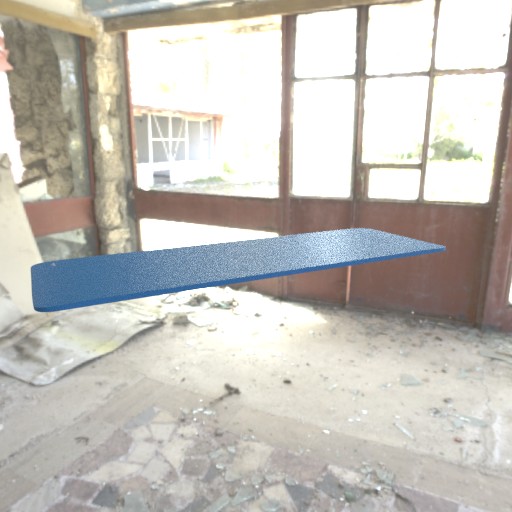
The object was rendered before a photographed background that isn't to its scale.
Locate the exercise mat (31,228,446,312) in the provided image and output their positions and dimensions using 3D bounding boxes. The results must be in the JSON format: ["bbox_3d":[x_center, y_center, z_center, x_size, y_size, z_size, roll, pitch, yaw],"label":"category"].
[{"bbox_3d":[0.000,0.000,2.051,1.869,0.021,0.616,-7,16,-27],"label":"exercise mat"}]
